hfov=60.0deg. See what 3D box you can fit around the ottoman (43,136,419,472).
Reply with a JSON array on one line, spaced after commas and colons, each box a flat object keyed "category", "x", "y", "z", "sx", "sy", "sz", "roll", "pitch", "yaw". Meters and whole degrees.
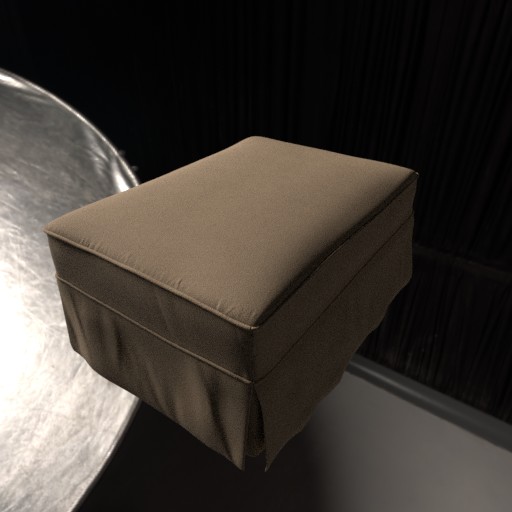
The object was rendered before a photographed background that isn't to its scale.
[{"category": "ottoman", "x": 0.000, "y": 0.000, "z": 1.329, "sx": 0.721, "sy": 0.482, "sz": 0.959, "roll": 21, "pitch": 38, "yaw": 29}]
